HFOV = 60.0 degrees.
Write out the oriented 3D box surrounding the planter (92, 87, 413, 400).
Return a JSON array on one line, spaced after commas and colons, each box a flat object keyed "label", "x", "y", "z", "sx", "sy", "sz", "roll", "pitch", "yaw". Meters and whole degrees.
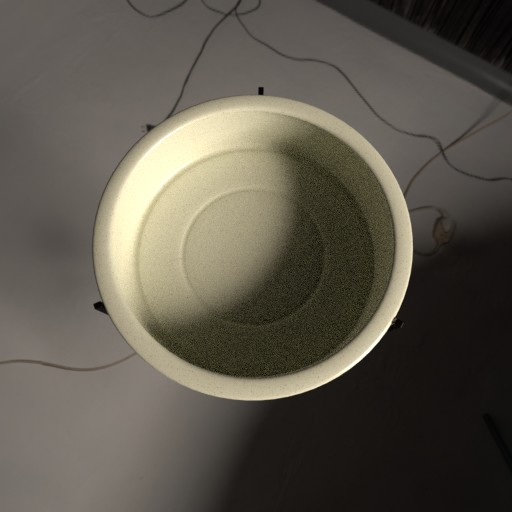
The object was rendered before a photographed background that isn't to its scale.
[{"label": "planter", "x": 0.000, "y": 0.000, "z": 0.543, "sx": 0.345, "sy": 0.171, "sz": 0.336, "roll": 32, "pitch": 77, "yaw": 9}]
